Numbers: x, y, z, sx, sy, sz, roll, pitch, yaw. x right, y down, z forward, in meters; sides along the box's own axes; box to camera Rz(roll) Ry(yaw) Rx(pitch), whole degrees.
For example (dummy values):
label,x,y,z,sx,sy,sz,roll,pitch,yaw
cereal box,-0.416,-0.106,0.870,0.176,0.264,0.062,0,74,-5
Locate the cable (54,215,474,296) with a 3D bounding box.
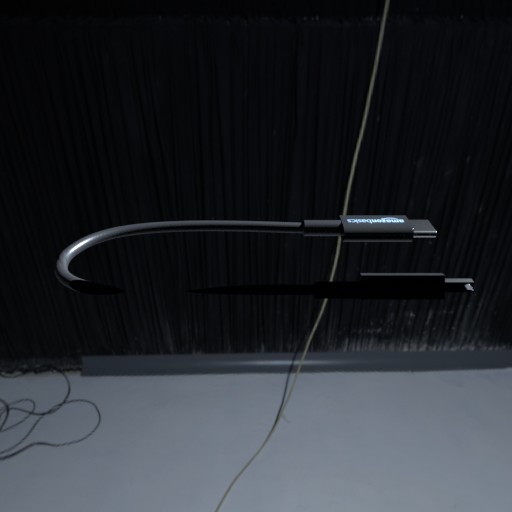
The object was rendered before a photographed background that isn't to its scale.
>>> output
label,x,y,z,sx,sy,sz,roll,pitch,yaw
cable,0.000,0.000,0.112,0.098,0.005,0.041,0,31,0
